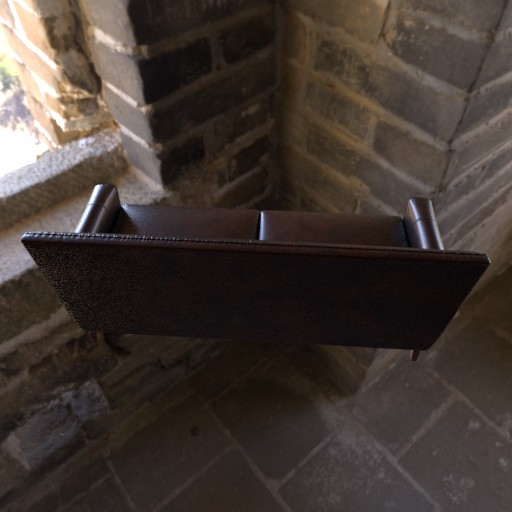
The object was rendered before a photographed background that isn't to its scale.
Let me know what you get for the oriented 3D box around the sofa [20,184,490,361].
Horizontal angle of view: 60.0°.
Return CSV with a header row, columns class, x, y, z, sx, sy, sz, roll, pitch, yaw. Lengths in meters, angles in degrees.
class,x,y,z,sx,sy,sz,roll,pitch,yaw
sofa,0.000,0.000,2.441,1.995,0.871,0.786,3,46,3
